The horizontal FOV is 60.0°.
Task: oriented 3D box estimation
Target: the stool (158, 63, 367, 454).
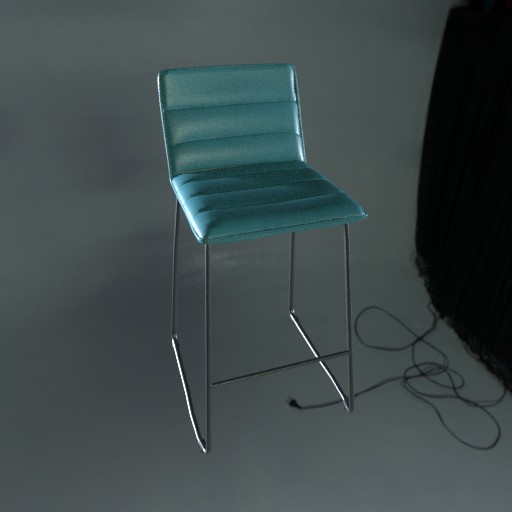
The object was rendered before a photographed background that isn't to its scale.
[{"bbox_3d":[0.000,0.000,1.250,0.489,0.936,0.524,-10,33,-15],"label":"stool"}]
